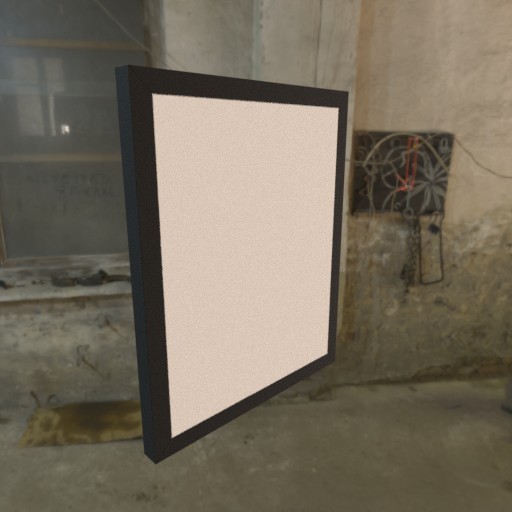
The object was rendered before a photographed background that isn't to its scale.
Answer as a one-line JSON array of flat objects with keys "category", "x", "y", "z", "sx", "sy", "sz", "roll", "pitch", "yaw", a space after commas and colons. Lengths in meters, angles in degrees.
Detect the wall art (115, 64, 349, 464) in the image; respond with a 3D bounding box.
[{"category": "wall art", "x": 0.000, "y": 0.000, "z": 0.550, "sx": 0.329, "sy": 0.404, "sz": 0.024, "roll": -14, "pitch": 21, "yaw": -43}]
